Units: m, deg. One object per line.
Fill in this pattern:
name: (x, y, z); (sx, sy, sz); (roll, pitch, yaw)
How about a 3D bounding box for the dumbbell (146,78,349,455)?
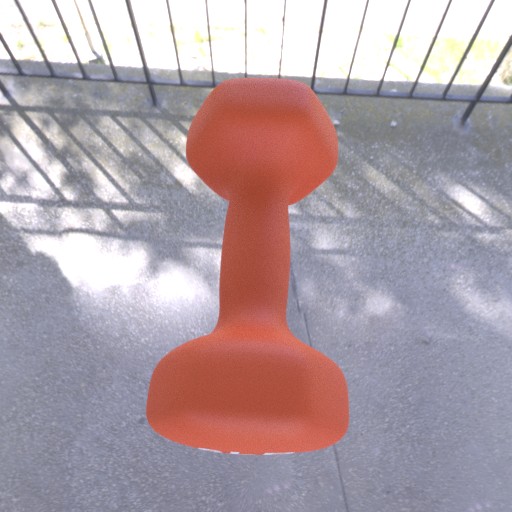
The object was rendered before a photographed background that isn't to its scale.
dumbbell: (0.000, 0.000, 0.199); (0.079, 0.071, 0.162); (3, 64, 2)
